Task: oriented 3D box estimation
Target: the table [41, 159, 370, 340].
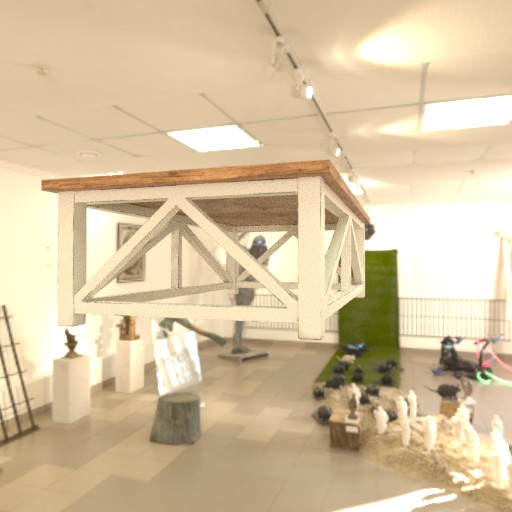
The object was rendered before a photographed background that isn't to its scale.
[{"bbox_3d":[0.000,0.000,1.771,0.800,0.410,1.400,0,-1,18],"label":"table"}]
